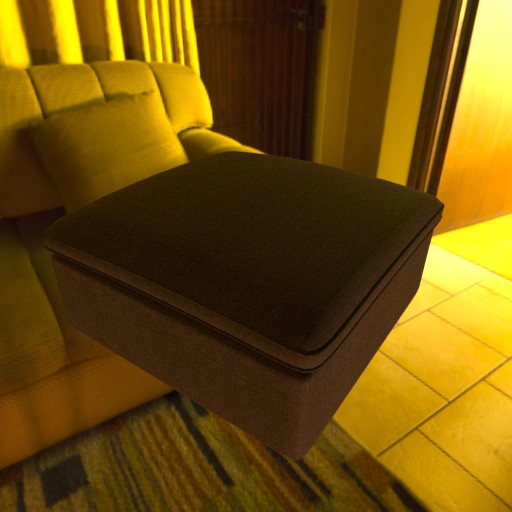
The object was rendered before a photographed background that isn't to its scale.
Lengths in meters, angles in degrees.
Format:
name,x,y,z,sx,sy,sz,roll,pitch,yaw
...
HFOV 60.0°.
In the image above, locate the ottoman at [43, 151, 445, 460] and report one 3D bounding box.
name,x,y,z,sx,sy,sz,roll,pitch,yaw
ottoman,0.000,0.000,1.668,1.067,0.559,1.067,20,36,30
